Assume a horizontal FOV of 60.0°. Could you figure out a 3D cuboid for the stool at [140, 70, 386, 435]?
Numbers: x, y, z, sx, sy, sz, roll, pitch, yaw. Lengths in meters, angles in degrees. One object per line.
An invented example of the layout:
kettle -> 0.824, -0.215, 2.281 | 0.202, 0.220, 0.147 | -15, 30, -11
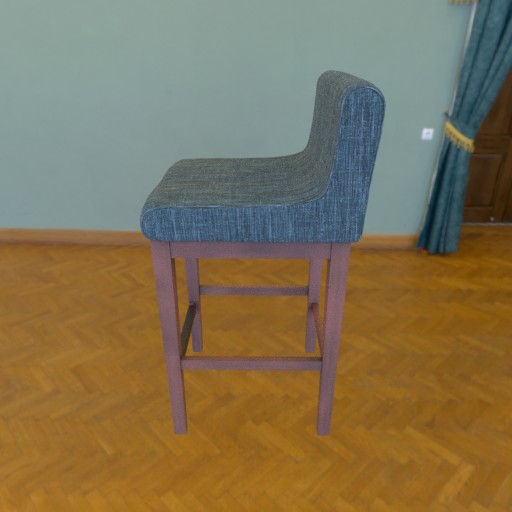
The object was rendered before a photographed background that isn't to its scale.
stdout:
stool -> 0.000, 0.000, 1.096 | 0.459, 0.835, 0.395 | 0, 26, 1
